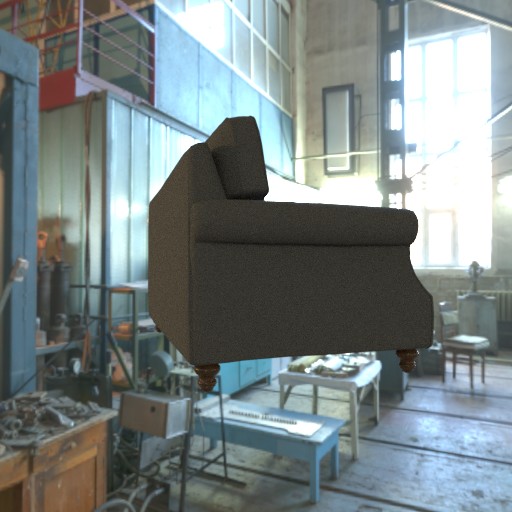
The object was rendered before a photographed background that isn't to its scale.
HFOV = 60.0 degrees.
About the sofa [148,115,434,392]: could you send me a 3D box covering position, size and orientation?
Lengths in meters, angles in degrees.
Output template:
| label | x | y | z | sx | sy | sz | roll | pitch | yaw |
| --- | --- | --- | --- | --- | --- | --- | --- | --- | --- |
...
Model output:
| label | x | y | z | sx | sy | sz | roll | pitch | yaw |
| --- | --- | --- | --- | --- | --- | --- | --- | --- | --- |
| sofa | 0.000 | 0.000 | 2.270 | 0.964 | 0.937 | 1.665 | 0 | -1 | -19 |
